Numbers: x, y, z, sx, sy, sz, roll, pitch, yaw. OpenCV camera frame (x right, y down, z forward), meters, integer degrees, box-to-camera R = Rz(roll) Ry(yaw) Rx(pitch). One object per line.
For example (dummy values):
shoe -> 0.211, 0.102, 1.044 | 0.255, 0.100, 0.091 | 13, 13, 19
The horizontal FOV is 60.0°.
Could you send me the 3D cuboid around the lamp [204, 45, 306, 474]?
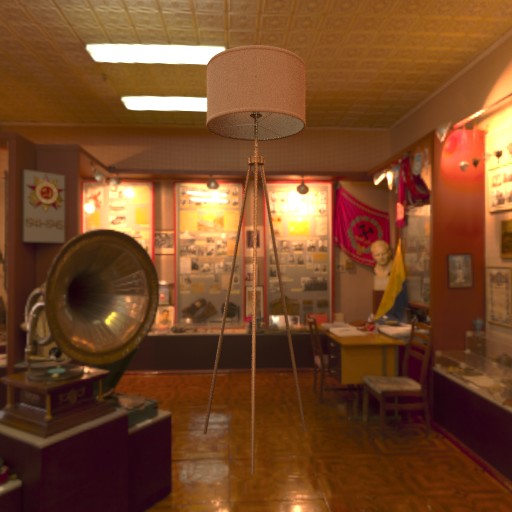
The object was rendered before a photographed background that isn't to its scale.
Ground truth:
lamp -> 0.000, 0.000, 1.798 | 0.449, 1.545, 0.460 | 0, 0, -2
